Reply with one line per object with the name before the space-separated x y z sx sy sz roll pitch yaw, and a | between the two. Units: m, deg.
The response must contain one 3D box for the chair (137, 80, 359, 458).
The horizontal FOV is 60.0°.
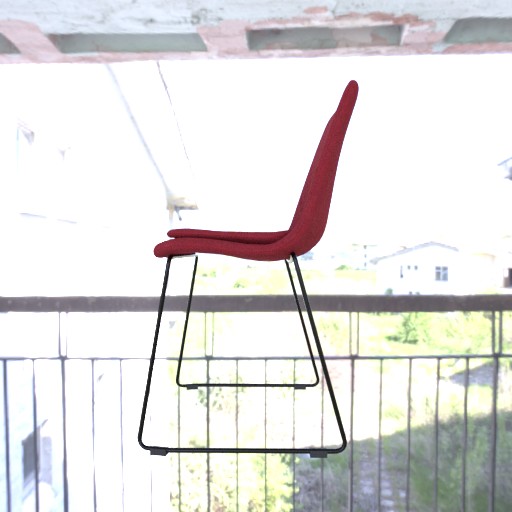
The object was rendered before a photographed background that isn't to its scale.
chair | 0.000 0.000 1.184 0.518 0.858 0.479 0 1 1
